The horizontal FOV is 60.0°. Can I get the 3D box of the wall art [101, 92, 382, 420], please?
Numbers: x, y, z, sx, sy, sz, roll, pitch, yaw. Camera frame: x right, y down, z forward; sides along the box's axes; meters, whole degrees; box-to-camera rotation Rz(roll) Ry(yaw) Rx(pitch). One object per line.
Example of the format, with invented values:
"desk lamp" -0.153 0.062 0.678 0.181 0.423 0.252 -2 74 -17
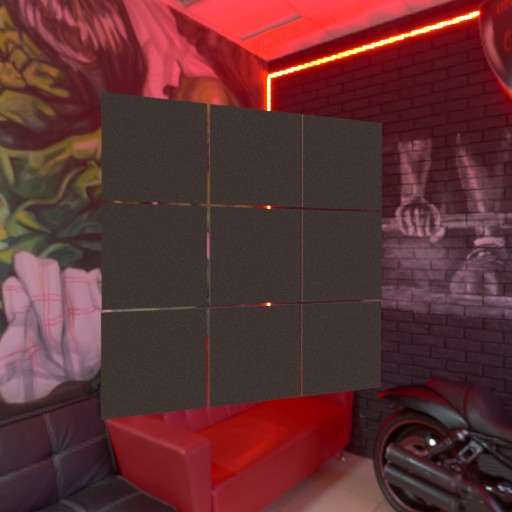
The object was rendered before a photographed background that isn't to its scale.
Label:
"wall art" 0.000 0.000 2.310 1.527 1.521 0.017 0 1 -19
